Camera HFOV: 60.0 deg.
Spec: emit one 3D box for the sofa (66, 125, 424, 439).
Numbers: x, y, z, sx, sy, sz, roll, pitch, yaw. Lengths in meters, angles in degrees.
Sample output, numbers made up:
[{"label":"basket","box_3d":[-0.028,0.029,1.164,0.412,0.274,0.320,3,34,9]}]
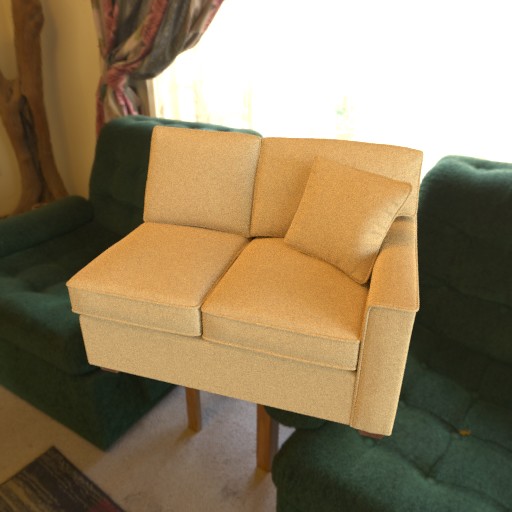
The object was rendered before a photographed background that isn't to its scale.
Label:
[{"label":"sofa","box_3d":[0.000,0.000,2.053,1.388,0.989,0.991,8,28,16]}]
